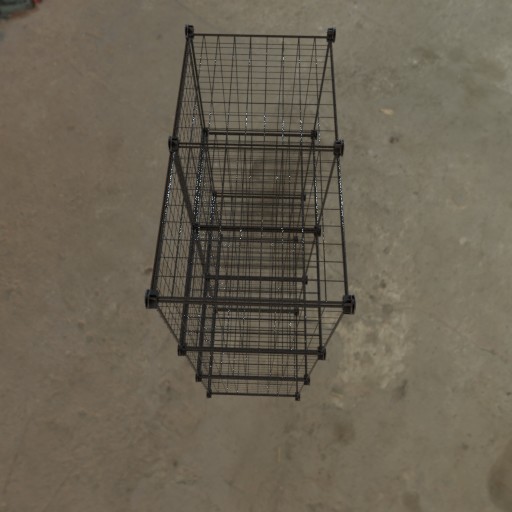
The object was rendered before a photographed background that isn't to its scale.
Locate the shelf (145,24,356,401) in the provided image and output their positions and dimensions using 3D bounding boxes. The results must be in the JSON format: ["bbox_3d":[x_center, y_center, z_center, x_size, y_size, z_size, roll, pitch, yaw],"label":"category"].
[{"bbox_3d":[0.000,0.000,1.374,0.356,1.067,0.711,2,64,1],"label":"shelf"}]
